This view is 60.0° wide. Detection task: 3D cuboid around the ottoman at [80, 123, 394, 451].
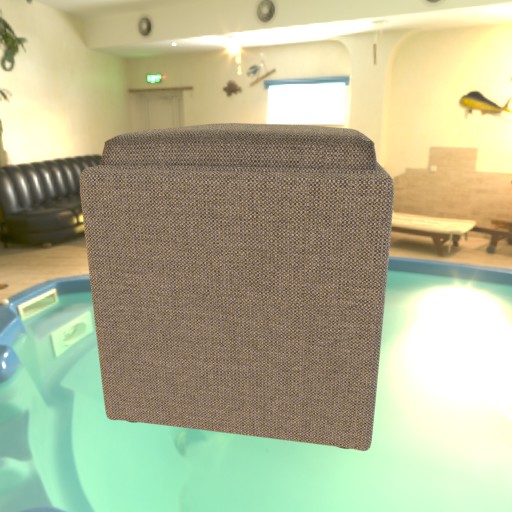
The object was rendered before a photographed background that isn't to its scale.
[{"bbox_3d":[0.000,0.000,0.848,0.436,0.487,0.454,3,17,10],"label":"ottoman"}]
